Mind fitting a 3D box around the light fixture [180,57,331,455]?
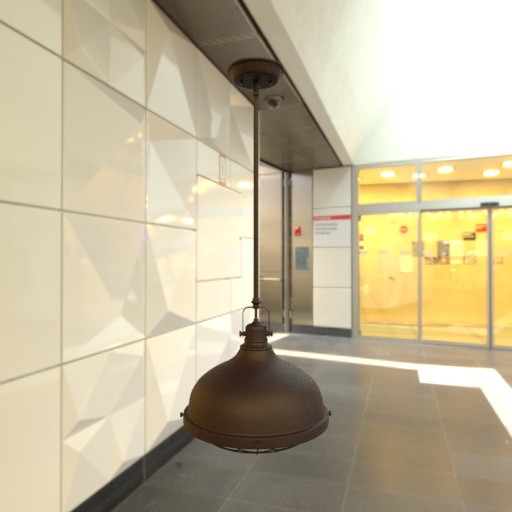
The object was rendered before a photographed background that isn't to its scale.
[{"bbox_3d":[0.000,0.000,1.007,0.341,0.849,0.341,0,-1,-2],"label":"light fixture"}]
